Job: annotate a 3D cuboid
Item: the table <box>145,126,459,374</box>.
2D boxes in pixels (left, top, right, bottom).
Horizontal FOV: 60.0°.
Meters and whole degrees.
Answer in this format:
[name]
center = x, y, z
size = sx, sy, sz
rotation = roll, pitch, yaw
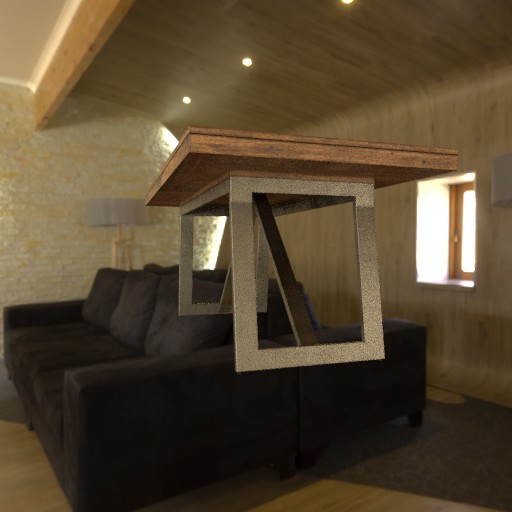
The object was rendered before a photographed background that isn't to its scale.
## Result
[table]
center = 0.000, 0.000, 2.167
size = 0.931, 0.757, 1.641
rotation = 0, 1, -18
